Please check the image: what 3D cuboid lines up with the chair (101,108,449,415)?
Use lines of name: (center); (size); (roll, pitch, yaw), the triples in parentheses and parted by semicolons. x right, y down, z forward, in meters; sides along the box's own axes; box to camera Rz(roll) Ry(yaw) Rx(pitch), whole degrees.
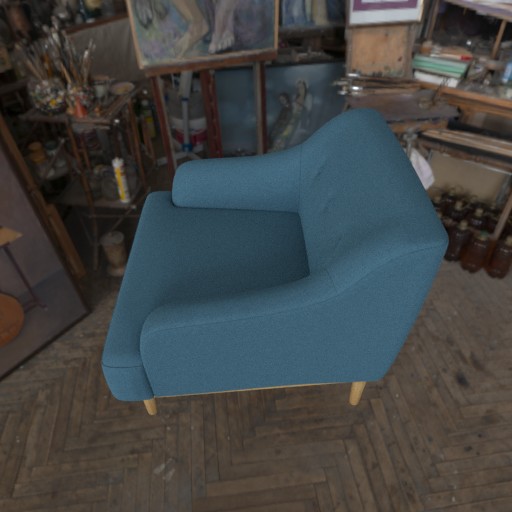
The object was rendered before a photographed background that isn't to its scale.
chair: (0.000, 0.000, 1.625); (0.951, 0.818, 0.946); (-1, 42, -1)
